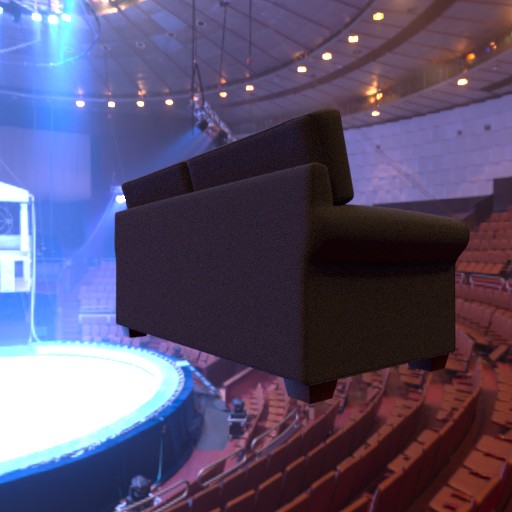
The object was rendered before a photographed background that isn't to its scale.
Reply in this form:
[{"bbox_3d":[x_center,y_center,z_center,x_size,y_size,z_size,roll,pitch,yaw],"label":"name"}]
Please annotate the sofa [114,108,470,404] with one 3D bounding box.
[{"bbox_3d":[0.000,0.000,2.436,0.940,1.020,1.930,0,-1,-37],"label":"sofa"}]
